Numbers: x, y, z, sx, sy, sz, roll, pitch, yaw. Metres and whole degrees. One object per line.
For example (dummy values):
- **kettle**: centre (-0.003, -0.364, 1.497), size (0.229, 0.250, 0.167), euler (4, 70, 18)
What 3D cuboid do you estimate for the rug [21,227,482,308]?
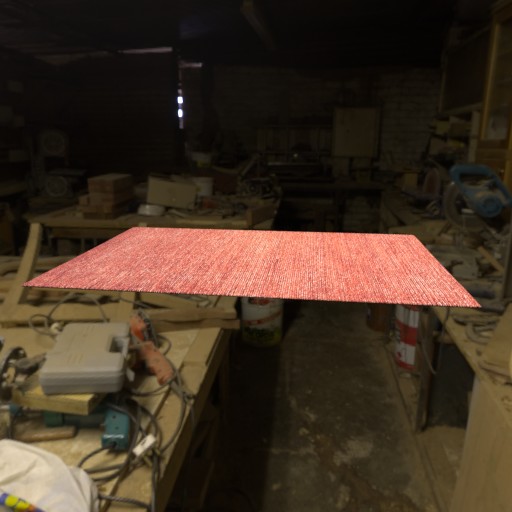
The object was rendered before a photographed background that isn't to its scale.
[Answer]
- **rug**: centre (0.000, 0.000, 2.201), size (1.747, 0.011, 1.139), euler (2, 16, 7)
